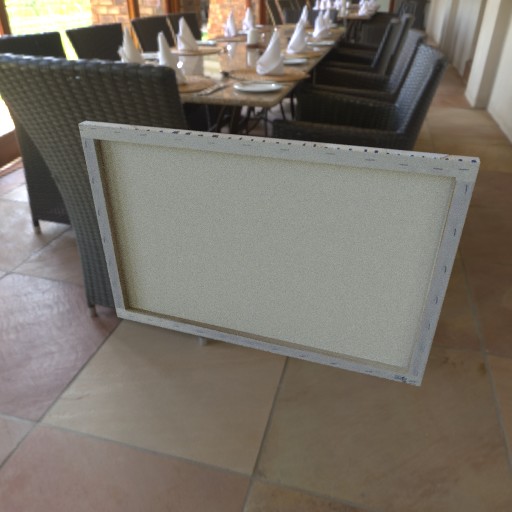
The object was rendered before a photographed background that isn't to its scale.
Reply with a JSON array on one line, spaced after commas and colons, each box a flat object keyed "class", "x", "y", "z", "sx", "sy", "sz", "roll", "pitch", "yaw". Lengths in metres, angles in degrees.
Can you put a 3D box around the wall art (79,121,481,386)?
[{"class": "wall art", "x": 0.000, "y": 0.000, "z": 1.422, "sx": 1.143, "sy": 0.757, "sz": 0.038, "roll": 10, "pitch": 32, "yaw": 16}]
